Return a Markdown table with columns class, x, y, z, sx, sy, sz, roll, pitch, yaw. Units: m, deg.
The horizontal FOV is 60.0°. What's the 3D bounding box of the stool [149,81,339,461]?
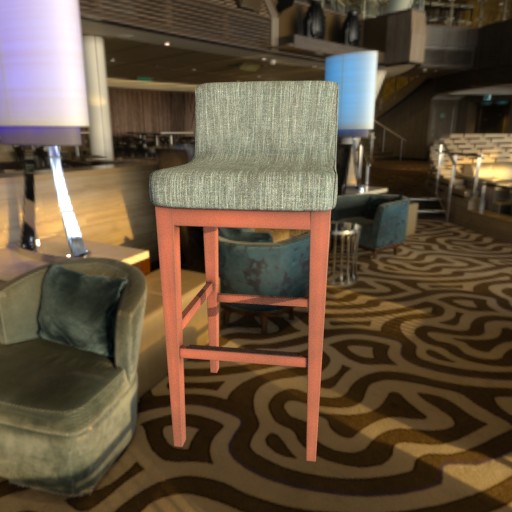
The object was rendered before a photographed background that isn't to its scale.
| class | x | y | z | sx | sy | sz | roll | pitch | yaw |
| --- | --- | --- | --- | --- | --- | --- | --- | --- | --- |
| stool | 0.000 | 0.000 | 1.252 | 0.426 | 0.965 | 0.499 | 2 | 16 | 9 |
